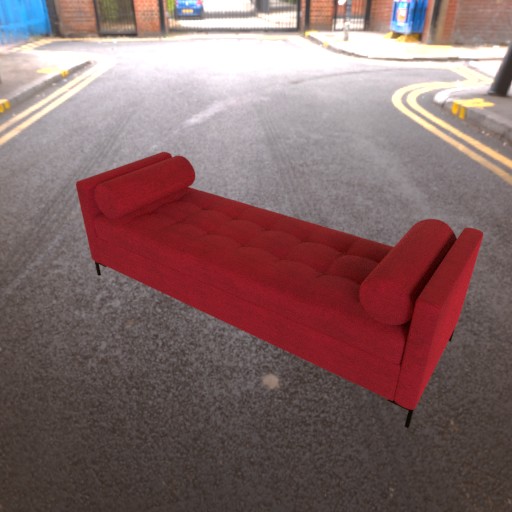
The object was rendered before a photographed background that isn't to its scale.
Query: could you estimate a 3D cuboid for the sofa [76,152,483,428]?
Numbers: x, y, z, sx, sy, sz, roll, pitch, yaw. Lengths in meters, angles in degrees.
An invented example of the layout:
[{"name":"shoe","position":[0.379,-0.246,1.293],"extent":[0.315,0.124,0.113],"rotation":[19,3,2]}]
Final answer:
[{"name":"sofa","position":[0.000,0.000,2.348],"extent":[1.981,0.635,0.686],"rotation":[20,36,30]}]
